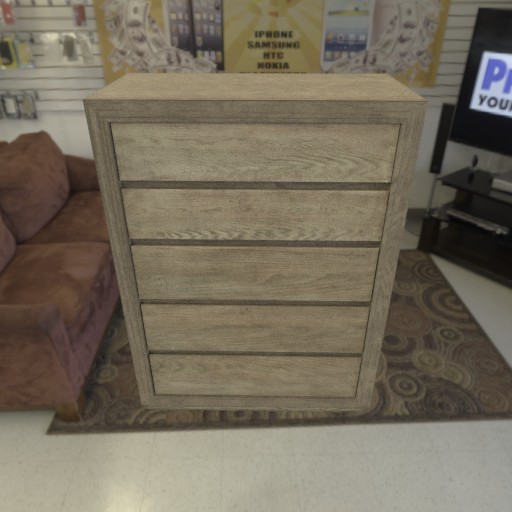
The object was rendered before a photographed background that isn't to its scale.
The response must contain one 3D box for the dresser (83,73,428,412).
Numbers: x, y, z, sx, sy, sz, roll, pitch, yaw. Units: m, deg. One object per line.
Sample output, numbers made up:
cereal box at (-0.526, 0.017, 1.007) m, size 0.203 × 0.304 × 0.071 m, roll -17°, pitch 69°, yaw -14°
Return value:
dresser at (0.000, 0.000, 1.773) m, size 0.967 × 1.295 × 0.483 m, roll 1°, pitch 31°, yaw 1°
